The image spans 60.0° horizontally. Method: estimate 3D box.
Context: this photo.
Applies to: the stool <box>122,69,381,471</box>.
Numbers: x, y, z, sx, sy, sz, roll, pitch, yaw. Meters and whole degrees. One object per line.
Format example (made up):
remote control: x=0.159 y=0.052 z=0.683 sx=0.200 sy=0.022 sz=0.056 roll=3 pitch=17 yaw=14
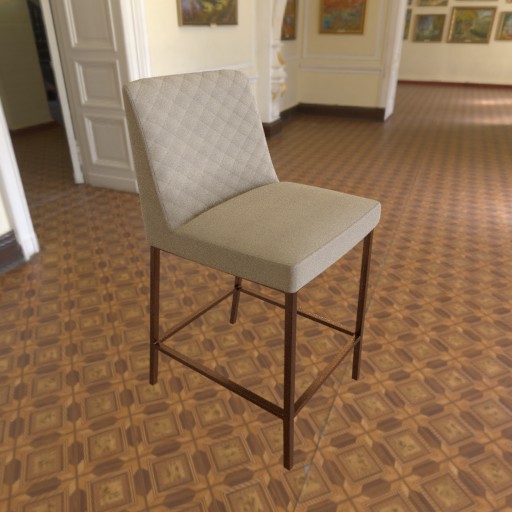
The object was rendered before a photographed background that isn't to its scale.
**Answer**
stool: x=0.000 y=0.000 z=1.304 sx=0.576 sy=0.973 sz=0.507 roll=19 pitch=33 yaw=32
